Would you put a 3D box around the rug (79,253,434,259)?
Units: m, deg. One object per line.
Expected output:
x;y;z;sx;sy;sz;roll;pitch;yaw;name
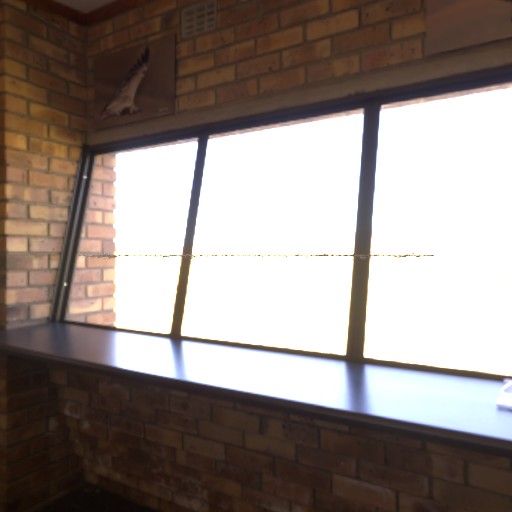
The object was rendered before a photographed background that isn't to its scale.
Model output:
0.000;0.000;2.509;1.224;0.027;2.021;0;0;0;rug
